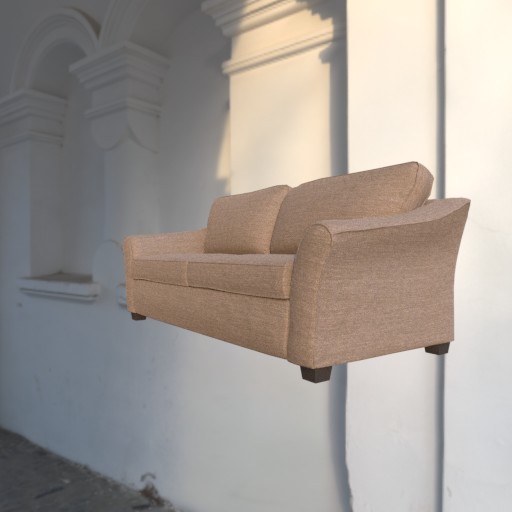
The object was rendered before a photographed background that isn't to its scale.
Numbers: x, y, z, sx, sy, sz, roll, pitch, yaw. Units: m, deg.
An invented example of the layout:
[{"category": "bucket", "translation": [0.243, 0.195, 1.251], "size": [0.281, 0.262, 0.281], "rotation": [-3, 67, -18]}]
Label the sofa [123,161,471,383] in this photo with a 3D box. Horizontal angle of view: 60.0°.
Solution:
[{"category": "sofa", "translation": [0.000, 0.000, 2.764], "size": [0.980, 0.965, 2.270], "rotation": [0, 1, -36]}]
